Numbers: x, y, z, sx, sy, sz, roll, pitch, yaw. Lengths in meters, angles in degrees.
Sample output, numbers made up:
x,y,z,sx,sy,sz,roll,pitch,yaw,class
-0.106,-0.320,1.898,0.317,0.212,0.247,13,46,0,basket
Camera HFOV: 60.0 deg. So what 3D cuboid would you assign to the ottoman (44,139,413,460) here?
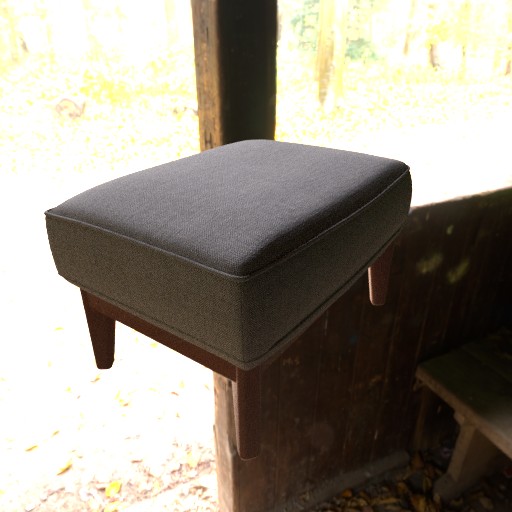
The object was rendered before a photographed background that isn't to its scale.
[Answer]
x,y,z,sx,sy,sz,roll,pitch,yaw,class
0.000,0.000,1.086,0.555,0.458,0.750,18,32,31,ottoman
